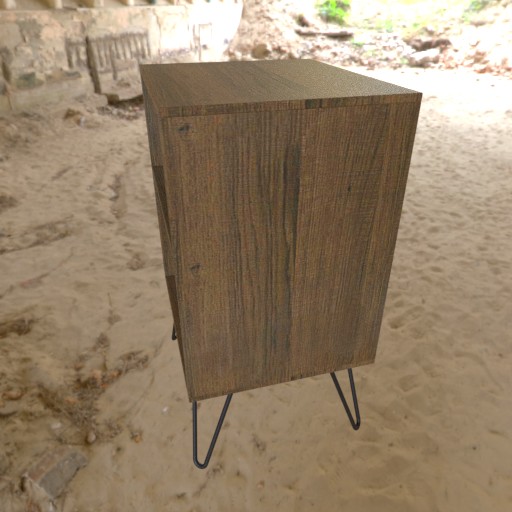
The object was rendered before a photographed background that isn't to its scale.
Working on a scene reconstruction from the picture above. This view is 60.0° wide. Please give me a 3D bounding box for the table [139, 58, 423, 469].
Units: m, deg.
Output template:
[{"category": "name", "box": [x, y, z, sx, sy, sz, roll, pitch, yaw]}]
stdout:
[{"category": "table", "box": [0.000, 0.000, 1.140, 0.457, 0.866, 0.526, -8, 31, -14]}]
